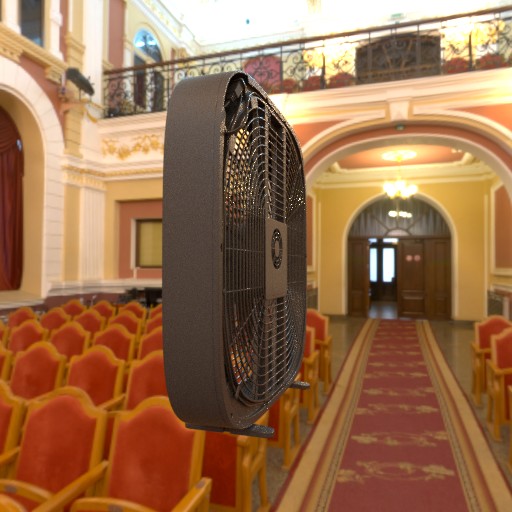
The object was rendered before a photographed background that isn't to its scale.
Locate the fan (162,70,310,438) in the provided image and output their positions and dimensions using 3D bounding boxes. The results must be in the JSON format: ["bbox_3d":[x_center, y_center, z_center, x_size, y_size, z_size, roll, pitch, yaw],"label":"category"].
[{"bbox_3d":[0.000,0.000,0.798,0.142,0.533,0.526,0,-2,18],"label":"fan"}]
